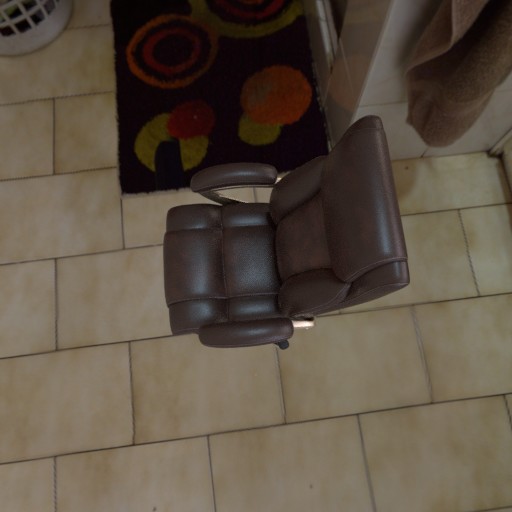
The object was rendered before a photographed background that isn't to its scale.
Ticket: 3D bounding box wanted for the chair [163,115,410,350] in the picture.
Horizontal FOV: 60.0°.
[{"bbox_3d":[0.000,0.000,1.704,0.749,1.194,0.692,-5,75,-1],"label":"chair"}]
